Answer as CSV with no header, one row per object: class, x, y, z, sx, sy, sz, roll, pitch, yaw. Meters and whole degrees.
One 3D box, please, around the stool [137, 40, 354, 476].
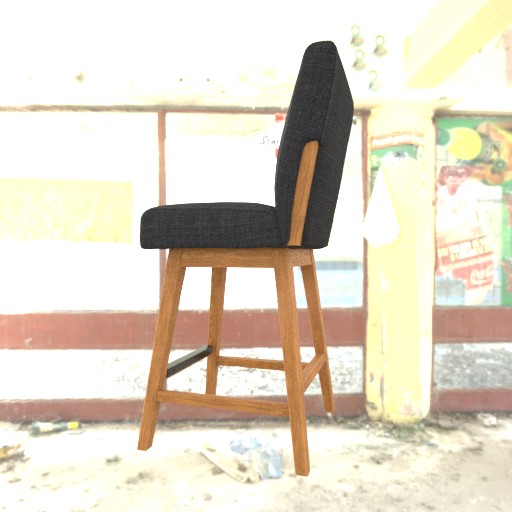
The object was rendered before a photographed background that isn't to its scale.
stool,0.000,0.000,1.291,0.526,1.010,0.459,0,1,18
